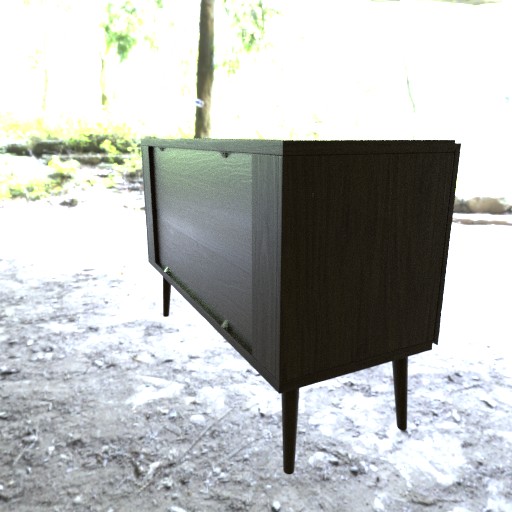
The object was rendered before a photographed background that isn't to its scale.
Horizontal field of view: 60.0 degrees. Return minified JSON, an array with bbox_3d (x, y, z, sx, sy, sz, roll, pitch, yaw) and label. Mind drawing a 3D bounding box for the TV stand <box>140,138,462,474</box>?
[{"bbox_3d":[0.000,0.000,1.292,0.405,0.660,0.990,-7,17,-26],"label":"TV stand"}]
